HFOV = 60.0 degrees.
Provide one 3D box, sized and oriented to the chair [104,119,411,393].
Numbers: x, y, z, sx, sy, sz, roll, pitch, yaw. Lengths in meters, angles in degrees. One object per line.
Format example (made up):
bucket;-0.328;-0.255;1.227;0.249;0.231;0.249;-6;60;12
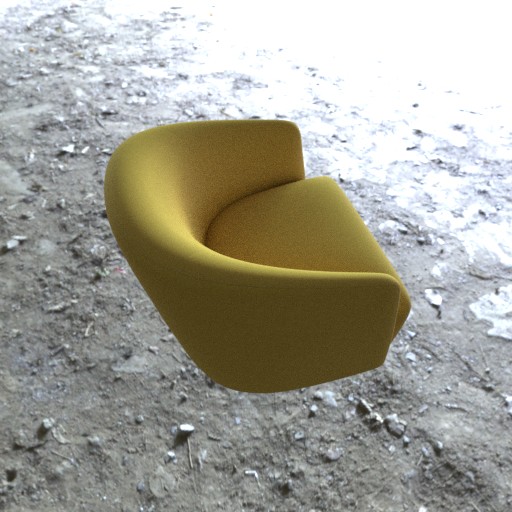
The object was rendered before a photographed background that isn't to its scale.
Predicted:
chair;0.000;0.000;1.373;0.767;0.698;0.773;-10;46;-10
